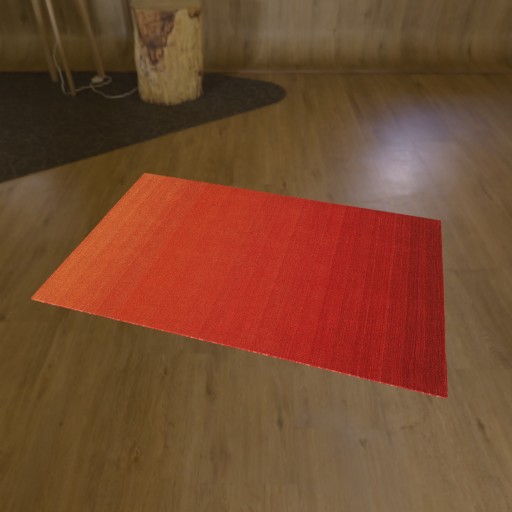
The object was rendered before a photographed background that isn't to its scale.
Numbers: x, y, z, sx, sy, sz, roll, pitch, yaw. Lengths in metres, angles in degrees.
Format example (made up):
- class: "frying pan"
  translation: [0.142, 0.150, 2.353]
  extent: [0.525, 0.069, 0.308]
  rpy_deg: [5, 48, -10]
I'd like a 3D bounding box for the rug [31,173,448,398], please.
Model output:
- class: "rug"
  translation: [0.000, 0.000, 3.016]
  extent: [2.442, 0.010, 1.531]
  rpy_deg: [11, 43, 12]
